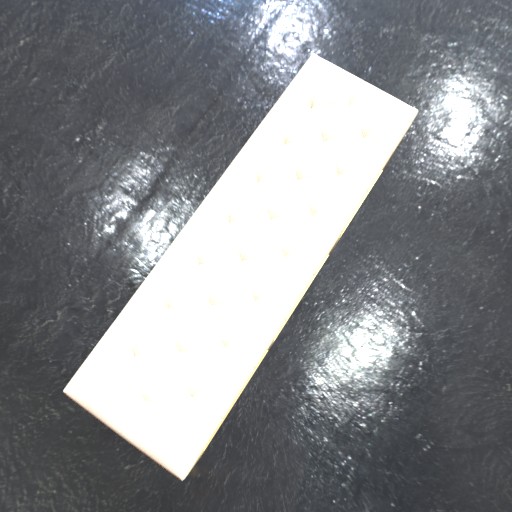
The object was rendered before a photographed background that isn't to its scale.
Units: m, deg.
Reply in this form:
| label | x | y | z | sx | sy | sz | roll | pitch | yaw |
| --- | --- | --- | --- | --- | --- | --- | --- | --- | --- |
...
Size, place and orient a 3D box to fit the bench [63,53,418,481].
| label | x | y | z | sx | sy | sz | roll | pitch | yaw |
| --- | --- | --- | --- | --- | --- | --- | --- | --- | --- |
| bench | 0.000 | 0.000 | 1.687 | 0.457 | 0.484 | 1.473 | 32 | 77 | 8 |
